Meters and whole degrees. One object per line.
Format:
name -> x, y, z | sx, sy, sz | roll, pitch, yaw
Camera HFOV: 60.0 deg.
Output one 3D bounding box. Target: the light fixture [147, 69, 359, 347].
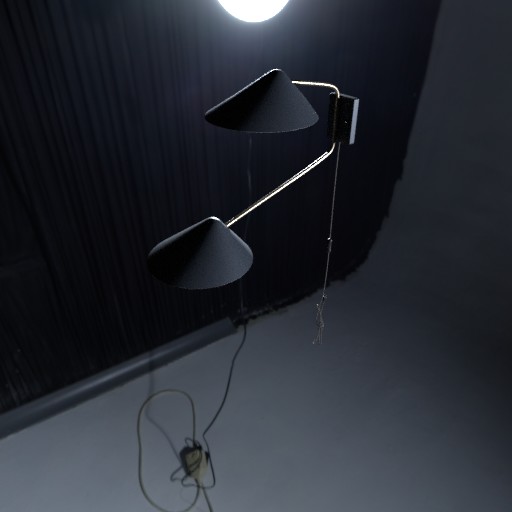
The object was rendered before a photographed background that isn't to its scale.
light fixture -> 0.000, 0.000, 0.857 | 0.422, 0.665, 0.189 | -20, 37, -29
